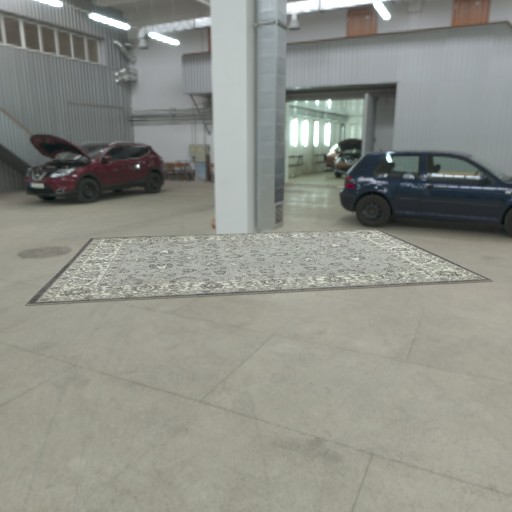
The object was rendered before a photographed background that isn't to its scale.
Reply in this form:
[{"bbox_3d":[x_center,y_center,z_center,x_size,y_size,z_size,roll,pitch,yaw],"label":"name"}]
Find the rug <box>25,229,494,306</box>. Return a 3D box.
[{"bbox_3d":[0.000,0.000,2.990,2.438,0.011,1.524,-2,15,-9],"label":"rug"}]
